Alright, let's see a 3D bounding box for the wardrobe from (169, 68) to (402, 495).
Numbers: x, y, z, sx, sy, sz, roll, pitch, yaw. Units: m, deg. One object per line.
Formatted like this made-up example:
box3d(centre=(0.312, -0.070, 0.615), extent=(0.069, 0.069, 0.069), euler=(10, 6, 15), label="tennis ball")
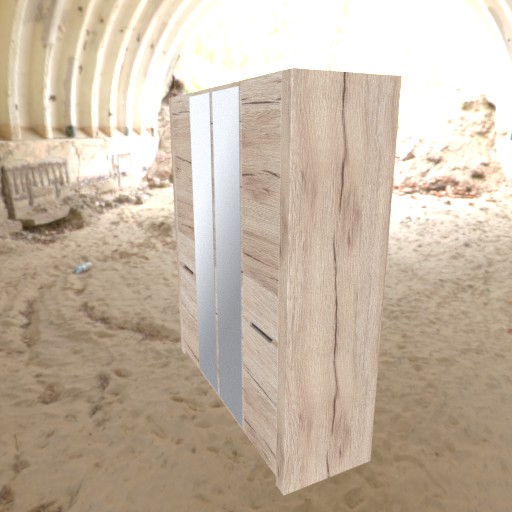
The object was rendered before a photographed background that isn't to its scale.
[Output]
box3d(centre=(0.000, 0.000, 2.934), extent=(0.580, 2.070, 1.810), euler=(-7, 17, -25), label="wardrobe")
